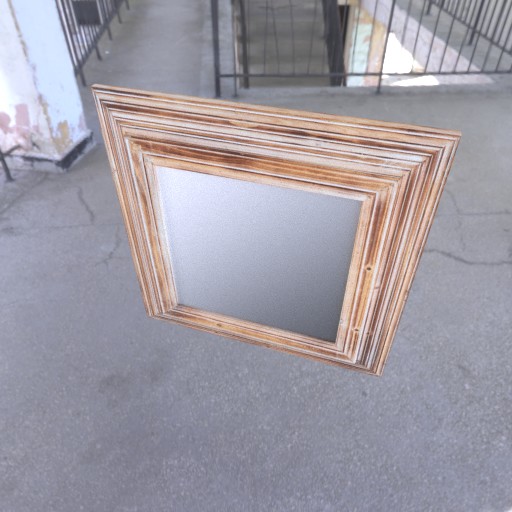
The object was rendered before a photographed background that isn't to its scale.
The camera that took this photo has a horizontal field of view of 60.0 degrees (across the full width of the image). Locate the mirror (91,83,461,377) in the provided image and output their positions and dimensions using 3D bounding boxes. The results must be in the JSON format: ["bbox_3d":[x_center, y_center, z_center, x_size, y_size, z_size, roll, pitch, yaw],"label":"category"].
[{"bbox_3d":[0.000,0.000,1.184,0.804,0.804,0.061,12,43,13],"label":"mirror"}]
